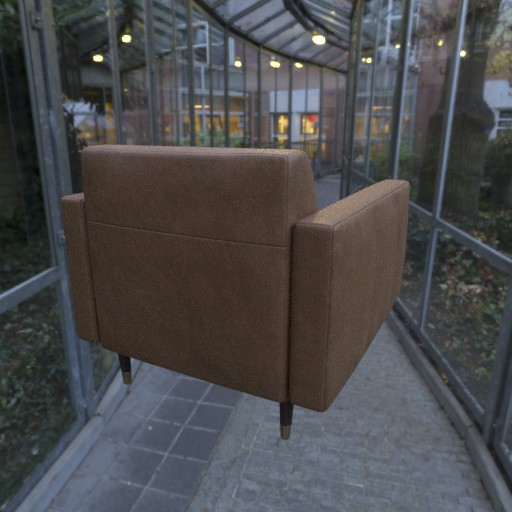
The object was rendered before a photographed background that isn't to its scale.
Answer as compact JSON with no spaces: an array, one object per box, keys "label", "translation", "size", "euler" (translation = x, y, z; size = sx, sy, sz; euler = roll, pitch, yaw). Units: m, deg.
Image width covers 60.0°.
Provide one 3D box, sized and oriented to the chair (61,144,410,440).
[{"label":"chair","translation":[0.000,0.000,1.647],"size":[0.953,0.819,0.998],"euler":[9,18,27]}]
